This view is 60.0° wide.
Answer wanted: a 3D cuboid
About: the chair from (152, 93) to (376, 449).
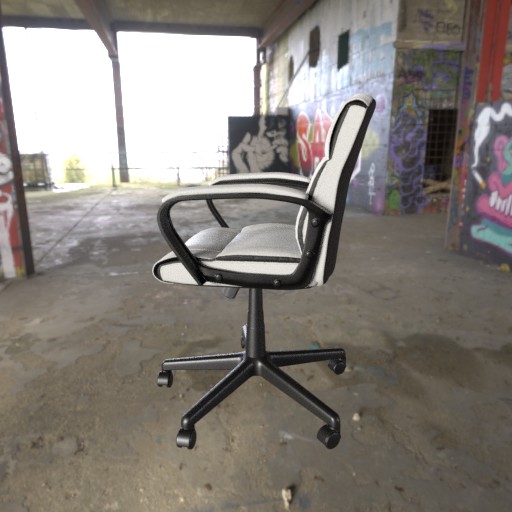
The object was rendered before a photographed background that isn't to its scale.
[{"bbox_3d":[0.000,0.000,1.484,0.717,1.004,0.739,2,14,9],"label":"chair"}]
